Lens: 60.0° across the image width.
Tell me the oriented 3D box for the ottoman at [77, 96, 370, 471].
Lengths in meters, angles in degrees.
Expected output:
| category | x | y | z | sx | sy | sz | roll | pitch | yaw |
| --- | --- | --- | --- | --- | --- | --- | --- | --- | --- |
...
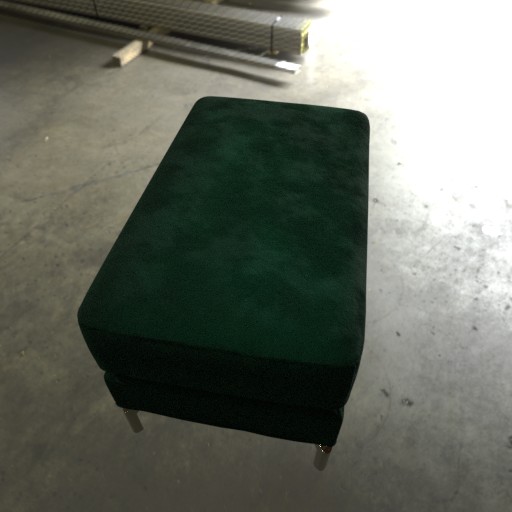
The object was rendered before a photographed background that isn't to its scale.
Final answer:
| category | x | y | z | sx | sy | sz | roll | pitch | yaw |
| --- | --- | --- | --- | --- | --- | --- | --- | --- | --- |
| ottoman | 0.000 | 0.000 | 1.223 | 0.536 | 0.533 | 0.886 | 8 | 47 | 7 |
